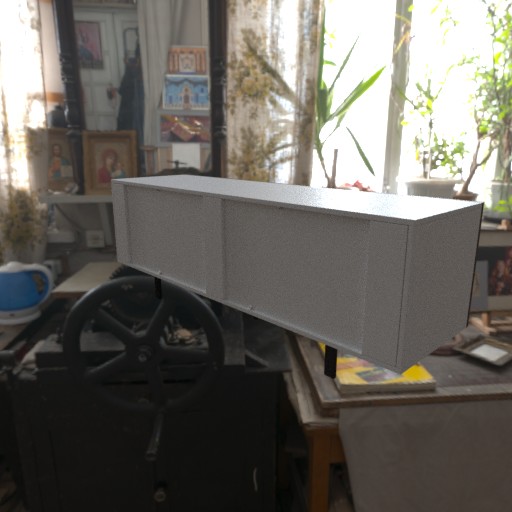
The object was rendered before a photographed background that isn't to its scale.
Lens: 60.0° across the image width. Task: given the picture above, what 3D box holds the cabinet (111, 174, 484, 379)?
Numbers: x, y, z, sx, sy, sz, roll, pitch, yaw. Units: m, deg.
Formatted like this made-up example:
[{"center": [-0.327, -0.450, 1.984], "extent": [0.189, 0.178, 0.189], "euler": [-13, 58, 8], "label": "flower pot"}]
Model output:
[{"center": [0.000, 0.000, 1.756], "extent": [0.431, 0.533, 1.499], "euler": [-14, 20, -42], "label": "cabinet"}]
